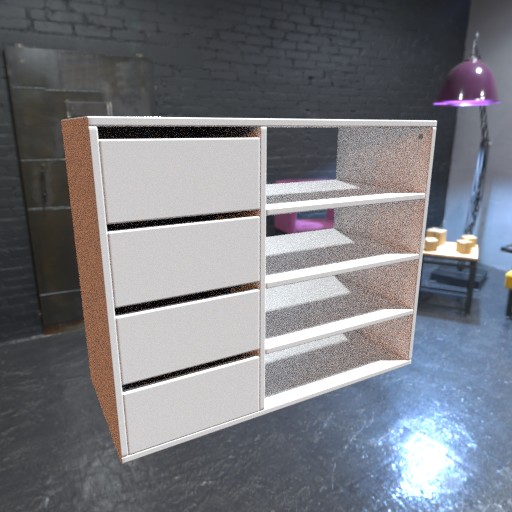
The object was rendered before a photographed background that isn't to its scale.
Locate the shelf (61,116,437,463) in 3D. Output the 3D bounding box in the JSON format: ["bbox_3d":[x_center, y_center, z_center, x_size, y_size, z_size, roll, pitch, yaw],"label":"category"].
[{"bbox_3d":[0.000,0.000,1.250,0.895,0.732,0.396,-9,18,-28],"label":"shelf"}]
